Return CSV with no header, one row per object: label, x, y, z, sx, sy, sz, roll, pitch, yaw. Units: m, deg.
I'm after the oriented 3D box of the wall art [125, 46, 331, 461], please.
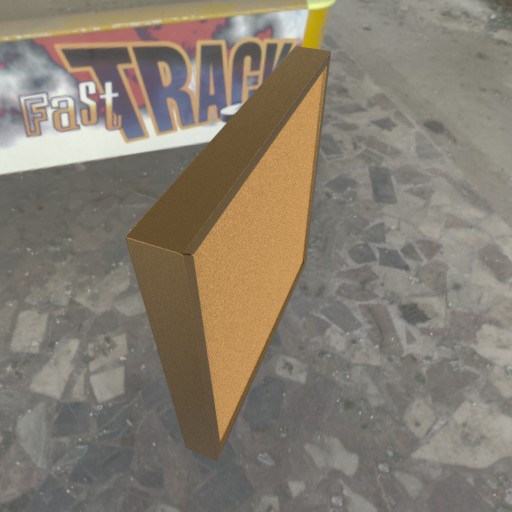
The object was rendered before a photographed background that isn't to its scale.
wall art,0.000,0.000,0.452,0.037,0.305,0.305,16,48,15
